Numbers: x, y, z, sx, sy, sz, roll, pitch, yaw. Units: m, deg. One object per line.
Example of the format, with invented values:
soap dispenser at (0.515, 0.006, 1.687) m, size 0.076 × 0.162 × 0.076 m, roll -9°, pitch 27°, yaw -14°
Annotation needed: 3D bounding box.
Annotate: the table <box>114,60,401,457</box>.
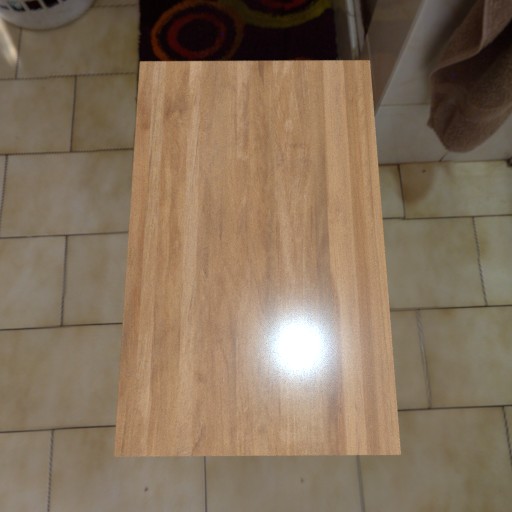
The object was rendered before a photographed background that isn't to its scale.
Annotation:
table at (0.000, 0.000, 1.413) m, size 0.692 × 0.441 × 1.100 m, roll 0°, pitch 76°, yaw 0°
